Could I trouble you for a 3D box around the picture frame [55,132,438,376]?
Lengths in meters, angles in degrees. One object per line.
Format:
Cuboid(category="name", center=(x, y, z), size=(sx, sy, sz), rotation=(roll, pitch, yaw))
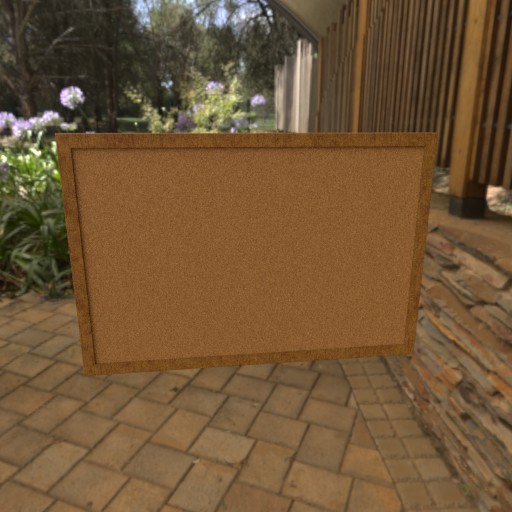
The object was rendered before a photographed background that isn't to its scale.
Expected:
Cuboid(category="picture frame", center=(0.000, 0.000, 1.161), size=(0.922, 0.621, 0.029), rotation=(-2, 16, -7))
